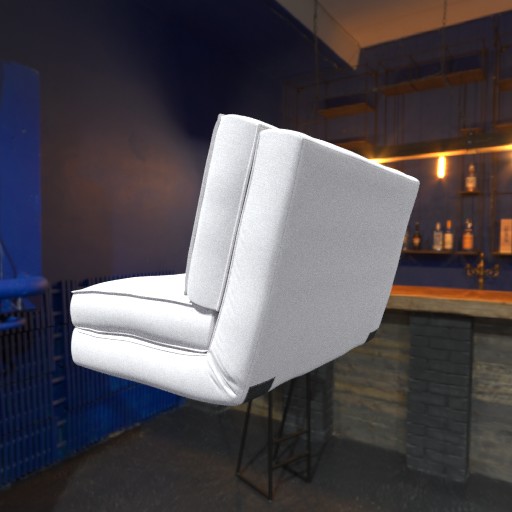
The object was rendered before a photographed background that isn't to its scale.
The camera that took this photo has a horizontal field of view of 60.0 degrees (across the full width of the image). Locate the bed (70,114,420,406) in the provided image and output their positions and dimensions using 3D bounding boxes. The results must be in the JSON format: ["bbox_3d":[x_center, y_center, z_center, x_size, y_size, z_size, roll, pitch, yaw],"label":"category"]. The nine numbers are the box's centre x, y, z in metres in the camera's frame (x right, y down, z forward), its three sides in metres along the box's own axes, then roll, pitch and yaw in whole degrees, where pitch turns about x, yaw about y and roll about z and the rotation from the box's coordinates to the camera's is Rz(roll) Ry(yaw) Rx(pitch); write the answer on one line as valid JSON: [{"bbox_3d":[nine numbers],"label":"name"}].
[{"bbox_3d":[0.000,0.000,1.326,0.749,0.614,0.799,1,3,36],"label":"bed"}]
